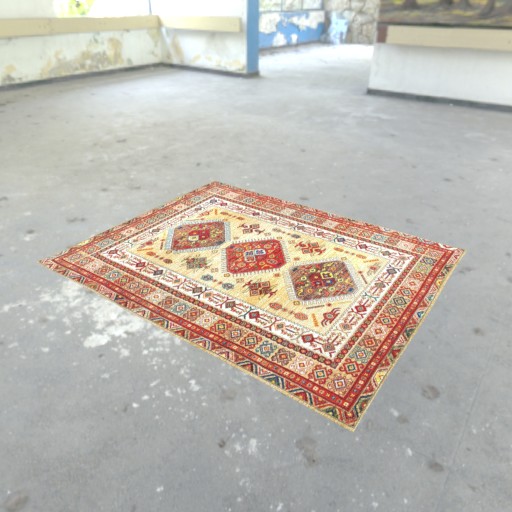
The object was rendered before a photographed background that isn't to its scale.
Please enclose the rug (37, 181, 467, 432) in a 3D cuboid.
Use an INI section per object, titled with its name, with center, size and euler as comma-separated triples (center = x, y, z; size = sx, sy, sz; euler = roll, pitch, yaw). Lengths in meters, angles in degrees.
[rug]
center = 0.000, 0.000, 4.033
size = 3.067, 0.005, 2.460
euler = 20, 36, 30
